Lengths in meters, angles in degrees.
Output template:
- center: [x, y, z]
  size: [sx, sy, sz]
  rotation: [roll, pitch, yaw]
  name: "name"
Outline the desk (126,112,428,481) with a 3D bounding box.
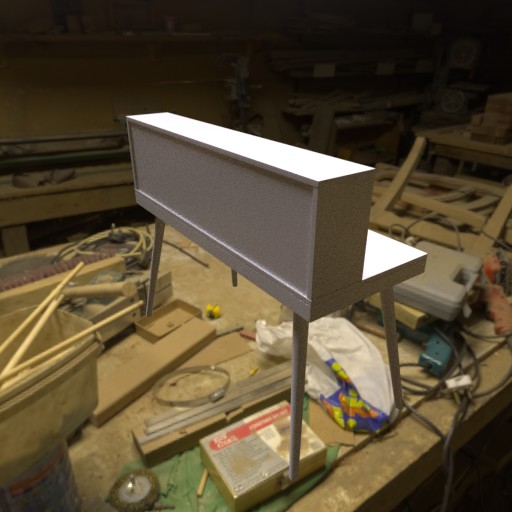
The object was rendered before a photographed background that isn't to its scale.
- center: [0.000, 0.000, 1.791]
  size: [0.559, 0.990, 1.199]
  rotation: [-17, 31, -32]
  name: "desk"
